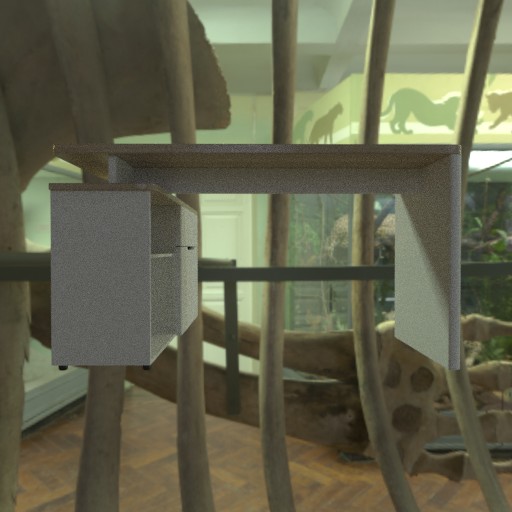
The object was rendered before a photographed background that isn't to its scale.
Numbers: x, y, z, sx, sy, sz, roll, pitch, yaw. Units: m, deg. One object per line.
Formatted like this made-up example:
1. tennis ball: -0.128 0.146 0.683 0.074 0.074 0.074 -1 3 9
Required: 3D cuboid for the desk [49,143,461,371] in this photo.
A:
1. desk: 0.000 0.000 2.080 1.400 0.770 1.175 0 1 -1
